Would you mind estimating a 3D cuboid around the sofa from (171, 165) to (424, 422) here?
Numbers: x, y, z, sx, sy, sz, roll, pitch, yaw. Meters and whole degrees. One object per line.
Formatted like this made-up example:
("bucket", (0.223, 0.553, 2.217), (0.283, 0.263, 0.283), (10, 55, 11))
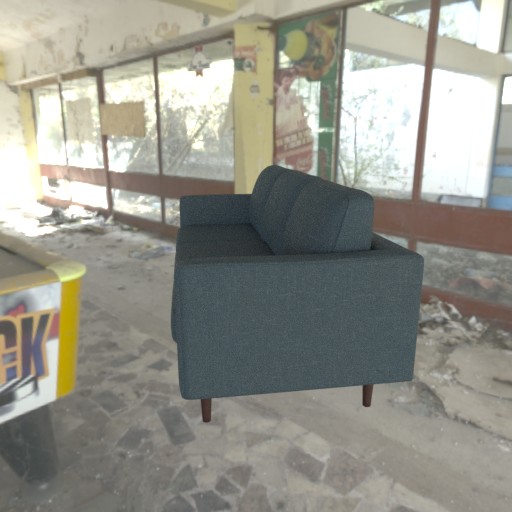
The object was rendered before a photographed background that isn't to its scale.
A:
("sofa", (0.000, 0.000, 2.564), (0.935, 0.945, 2.013), (-2, 15, -9))
